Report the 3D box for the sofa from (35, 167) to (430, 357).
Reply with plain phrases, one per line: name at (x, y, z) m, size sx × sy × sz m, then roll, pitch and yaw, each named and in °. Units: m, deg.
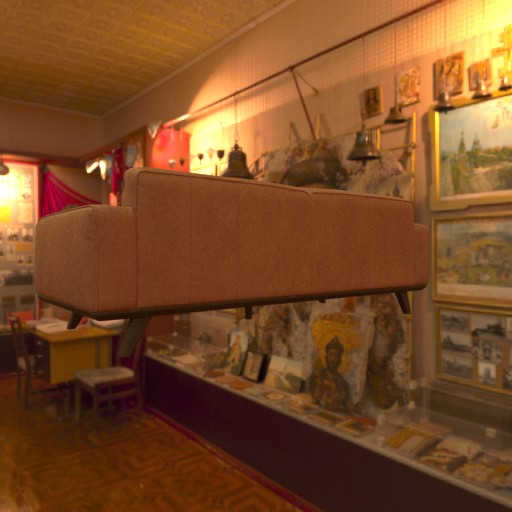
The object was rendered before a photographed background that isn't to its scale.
sofa at (0.000, 0.000, 2.668) m, size 2.270 × 0.780 × 0.953 m, roll -1°, pitch 1°, yaw -37°
